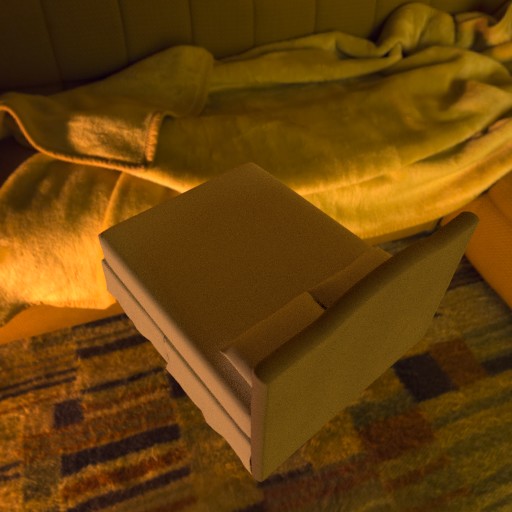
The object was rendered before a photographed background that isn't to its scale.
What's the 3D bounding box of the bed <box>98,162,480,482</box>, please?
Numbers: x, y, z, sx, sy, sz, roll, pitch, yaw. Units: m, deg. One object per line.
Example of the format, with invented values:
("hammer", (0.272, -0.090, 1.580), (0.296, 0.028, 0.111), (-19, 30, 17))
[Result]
("bed", (0.000, 0.000, 3.253), (1.744, 1.441, 2.128), (-31, 54, -26))
